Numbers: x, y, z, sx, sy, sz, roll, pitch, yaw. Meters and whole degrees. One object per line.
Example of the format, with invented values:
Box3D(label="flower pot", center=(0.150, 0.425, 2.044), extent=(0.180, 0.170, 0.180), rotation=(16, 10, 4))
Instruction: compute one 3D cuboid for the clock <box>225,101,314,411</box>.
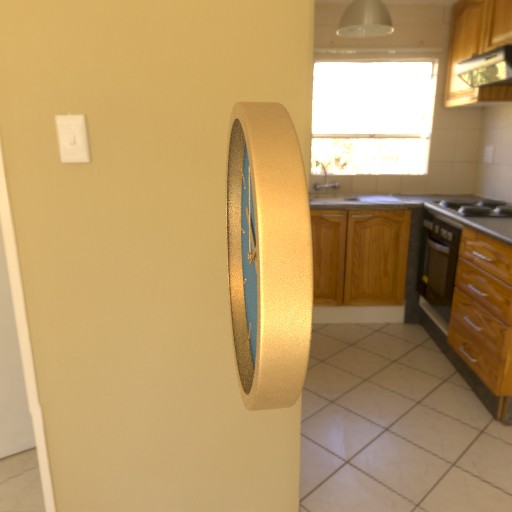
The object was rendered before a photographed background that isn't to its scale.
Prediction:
Box3D(label="clock", center=(0.000, 0.000, 0.477), extent=(0.040, 0.314, 0.314), rotation=(-2, 15, -8))
